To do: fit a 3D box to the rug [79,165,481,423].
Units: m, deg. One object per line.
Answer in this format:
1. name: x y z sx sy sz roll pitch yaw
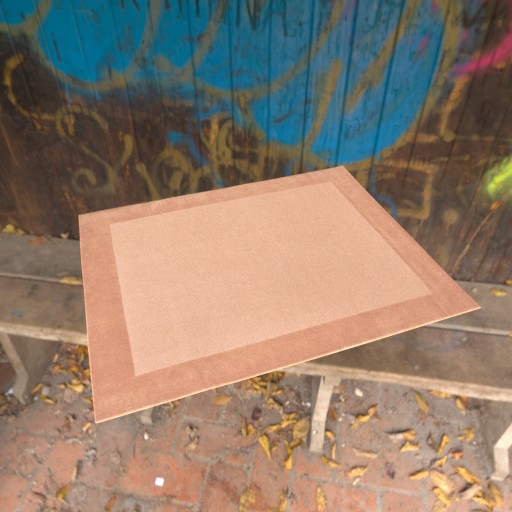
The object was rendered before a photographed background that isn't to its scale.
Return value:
1. rug: 0.000 0.000 4.099 3.057 0.021 2.431 -13 43 -14
